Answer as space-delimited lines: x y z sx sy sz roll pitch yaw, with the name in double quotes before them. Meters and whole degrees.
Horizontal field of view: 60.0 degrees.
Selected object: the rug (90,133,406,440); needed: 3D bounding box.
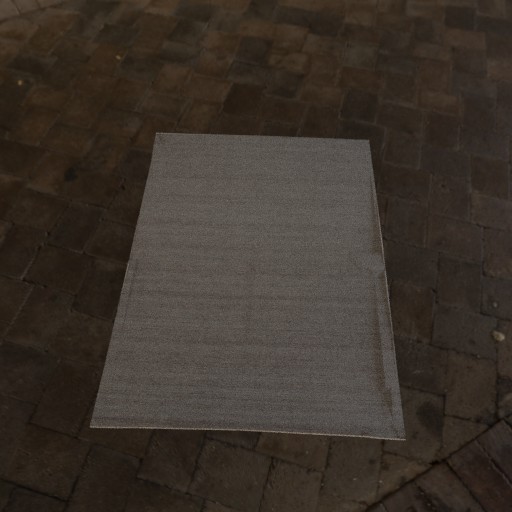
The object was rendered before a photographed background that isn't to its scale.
"rug" 0.000 0.000 4.979 2.873 0.053 3.778 2 59 1
